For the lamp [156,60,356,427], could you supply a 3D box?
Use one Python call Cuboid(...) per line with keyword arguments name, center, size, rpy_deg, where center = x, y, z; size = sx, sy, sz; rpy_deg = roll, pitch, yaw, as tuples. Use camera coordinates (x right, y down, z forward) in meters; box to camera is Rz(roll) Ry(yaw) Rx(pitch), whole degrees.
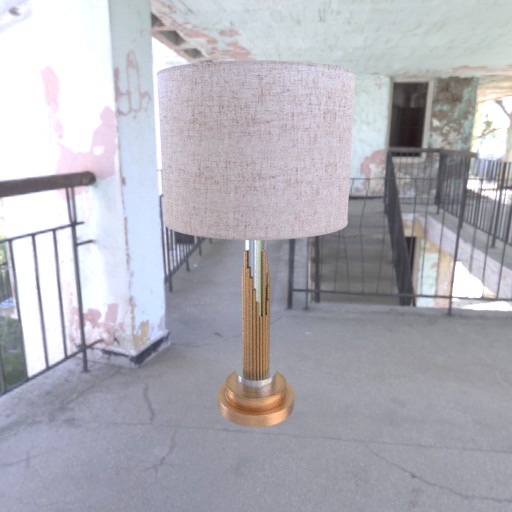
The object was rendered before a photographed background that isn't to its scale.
Cuboid(name="lamp", center=(0.000, 0.000, 0.808), size=(0.321, 0.610, 0.321), rpy_deg=(8, 17, 26))
